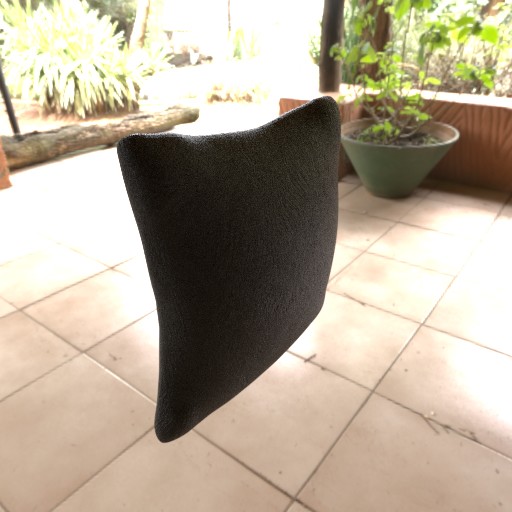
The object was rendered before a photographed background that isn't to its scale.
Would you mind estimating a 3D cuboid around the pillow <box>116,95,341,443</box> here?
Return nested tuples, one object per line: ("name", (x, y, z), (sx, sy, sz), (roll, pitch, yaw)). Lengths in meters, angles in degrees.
("pillow", (0.000, 0.000, 0.817), (0.210, 0.523, 0.533), (19, 33, 32))
